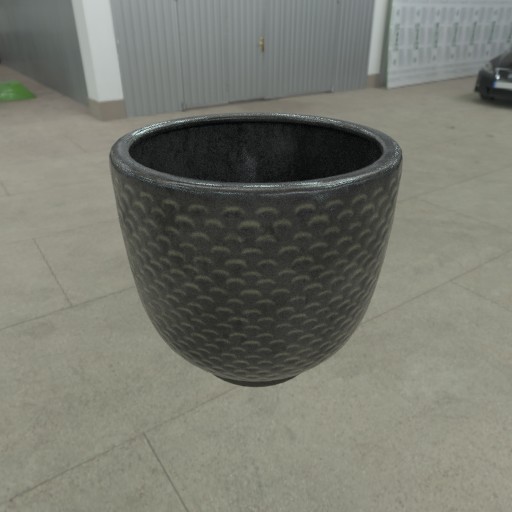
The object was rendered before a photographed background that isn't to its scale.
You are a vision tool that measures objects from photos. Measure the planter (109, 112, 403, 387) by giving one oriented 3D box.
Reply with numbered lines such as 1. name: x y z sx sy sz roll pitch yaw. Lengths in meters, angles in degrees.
1. planter: 0.000 0.000 0.305 0.172 0.160 0.172 0 29 0
